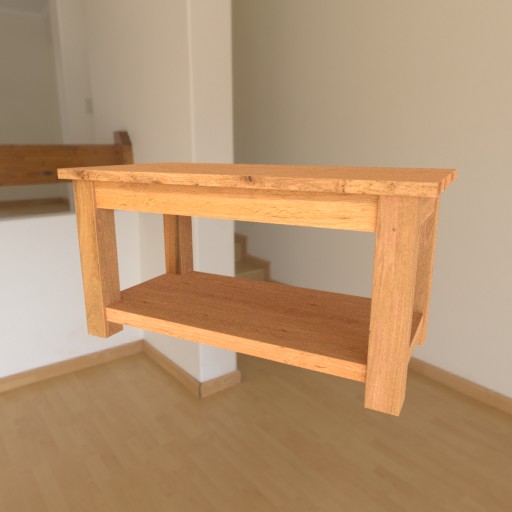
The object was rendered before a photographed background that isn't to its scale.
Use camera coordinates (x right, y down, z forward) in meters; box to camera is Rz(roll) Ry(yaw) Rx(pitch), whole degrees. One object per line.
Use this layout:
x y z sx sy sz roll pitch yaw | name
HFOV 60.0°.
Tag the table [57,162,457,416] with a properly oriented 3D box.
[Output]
0.000 0.000 1.169 0.899 0.452 0.450 7 16 26 | table
